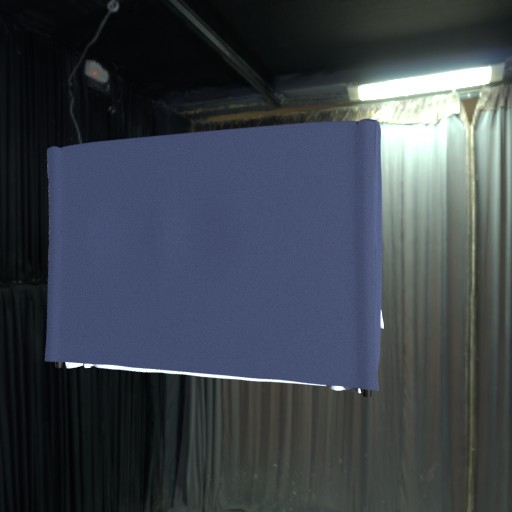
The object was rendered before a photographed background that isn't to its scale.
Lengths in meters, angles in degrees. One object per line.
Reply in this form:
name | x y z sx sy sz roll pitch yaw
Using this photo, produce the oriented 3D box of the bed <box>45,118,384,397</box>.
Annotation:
bed | 0.000 0.000 3.413 1.925 1.332 2.276 0 0 18
